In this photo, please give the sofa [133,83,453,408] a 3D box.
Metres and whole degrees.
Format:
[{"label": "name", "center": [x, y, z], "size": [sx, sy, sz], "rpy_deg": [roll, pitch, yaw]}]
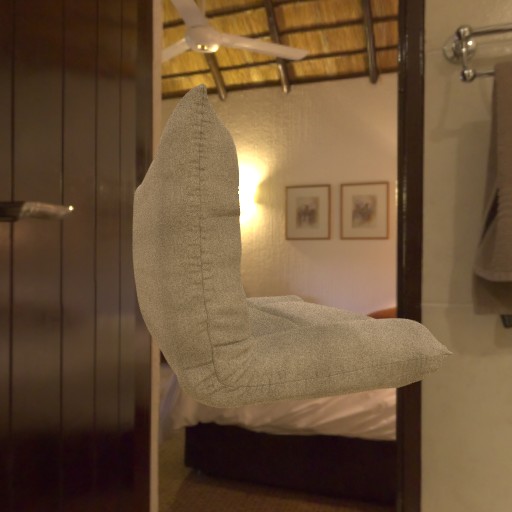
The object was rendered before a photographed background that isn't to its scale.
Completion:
[{"label": "sofa", "center": [0.000, 0.000, 1.665], "size": [0.847, 0.795, 1.144], "rpy_deg": [0, 0, -19]}]
